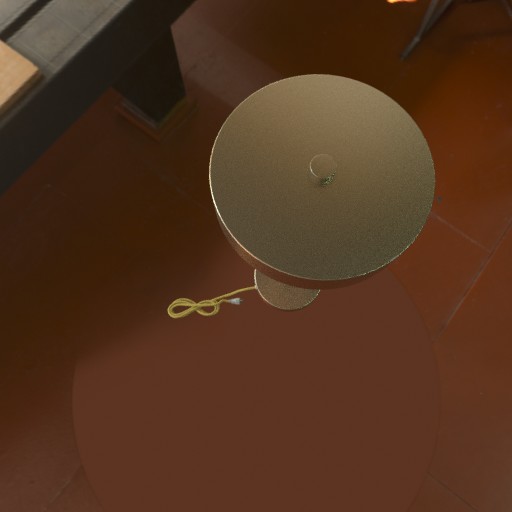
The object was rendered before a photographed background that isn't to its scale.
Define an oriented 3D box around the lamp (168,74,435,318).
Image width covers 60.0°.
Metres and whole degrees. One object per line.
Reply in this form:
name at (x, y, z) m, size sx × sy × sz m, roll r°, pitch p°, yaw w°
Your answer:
lamp at (0.000, 0.000, 0.679) m, size 0.369 × 0.508 × 0.229 m, roll -17°, pitch 75°, yaw -5°
